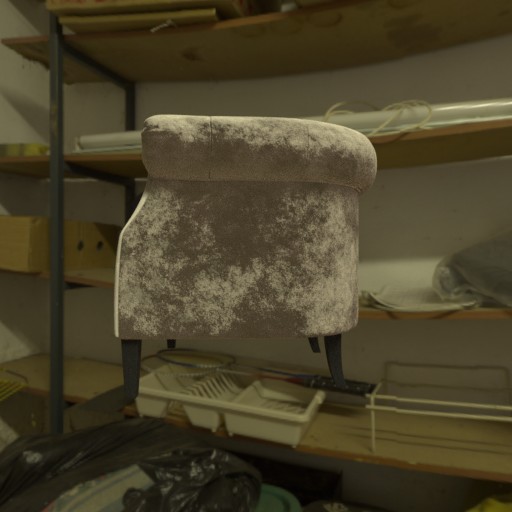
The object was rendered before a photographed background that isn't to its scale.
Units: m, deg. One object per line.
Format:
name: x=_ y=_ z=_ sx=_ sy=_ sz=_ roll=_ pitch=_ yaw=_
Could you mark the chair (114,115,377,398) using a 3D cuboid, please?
chair: x=0.000 y=0.000 z=1.654 sx=0.851 sy=0.826 sz=0.904 roll=0 pitch=0 yaw=-1
